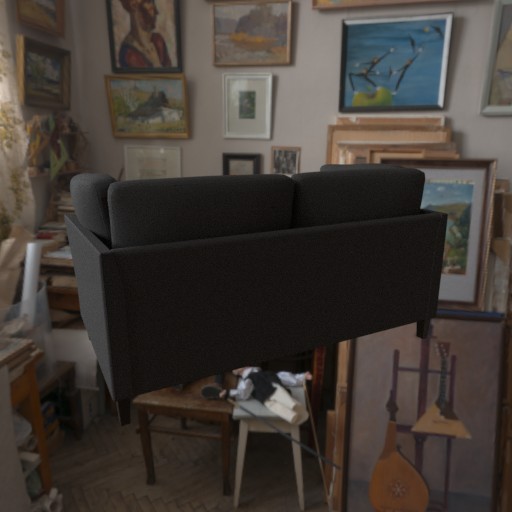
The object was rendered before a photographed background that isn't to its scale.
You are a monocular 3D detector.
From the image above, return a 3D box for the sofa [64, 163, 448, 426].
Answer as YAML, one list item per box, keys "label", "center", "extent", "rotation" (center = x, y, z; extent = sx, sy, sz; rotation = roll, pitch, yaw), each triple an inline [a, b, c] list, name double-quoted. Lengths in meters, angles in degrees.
- label: "sofa"
  center: [0.000, 0.000, 2.336]
  extent: [1.751, 0.920, 0.969]
  rotation: [-8, 17, -27]
